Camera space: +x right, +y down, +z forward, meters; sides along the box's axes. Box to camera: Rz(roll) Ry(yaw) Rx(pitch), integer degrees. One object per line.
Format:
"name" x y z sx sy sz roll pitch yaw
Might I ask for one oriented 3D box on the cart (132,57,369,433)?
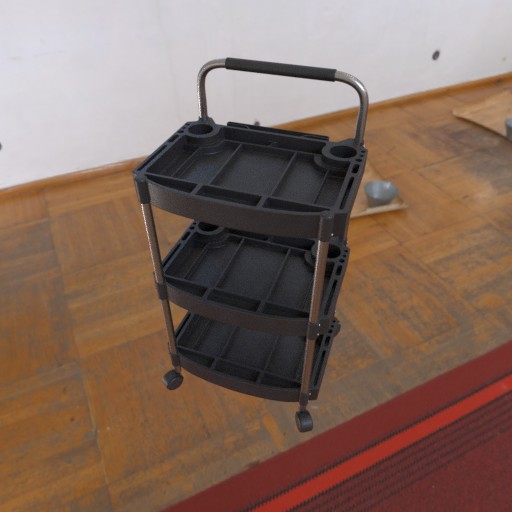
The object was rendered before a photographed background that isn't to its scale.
"cart" 0.000 0.000 1.426 0.584 1.075 0.518 13 42 15
